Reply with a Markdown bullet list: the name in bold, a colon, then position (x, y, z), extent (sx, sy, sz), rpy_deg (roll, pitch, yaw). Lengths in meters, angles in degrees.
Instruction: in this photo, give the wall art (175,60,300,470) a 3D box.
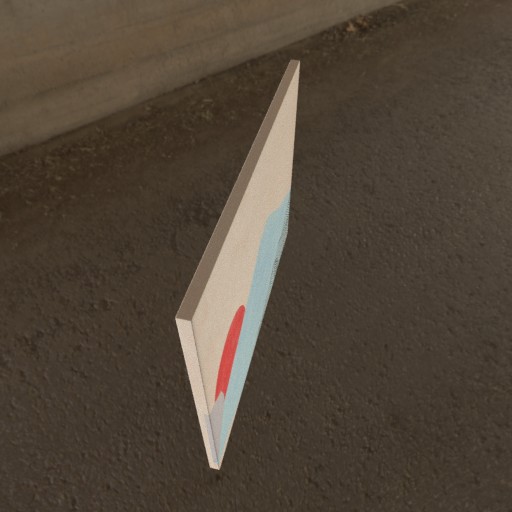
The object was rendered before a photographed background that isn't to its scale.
- **wall art**: position (0.000, 0.000, 1.617), extent (0.042, 0.912, 1.219), rpy_deg (10, 48, 9)
